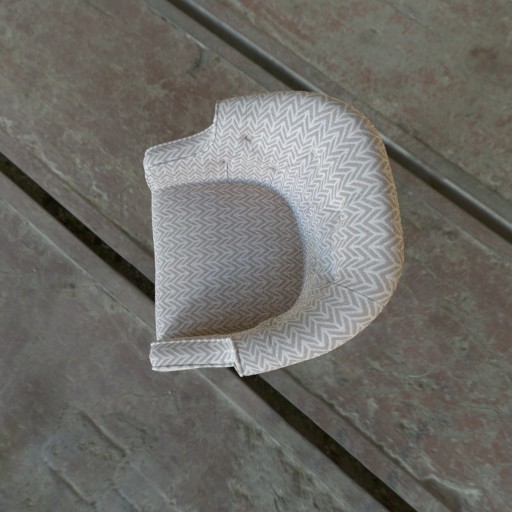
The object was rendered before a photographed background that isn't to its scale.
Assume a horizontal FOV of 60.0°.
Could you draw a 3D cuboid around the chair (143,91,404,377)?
[{"bbox_3d":[0.000,0.000,1.318,0.613,0.858,0.686,-5,74,-1],"label":"chair"}]
